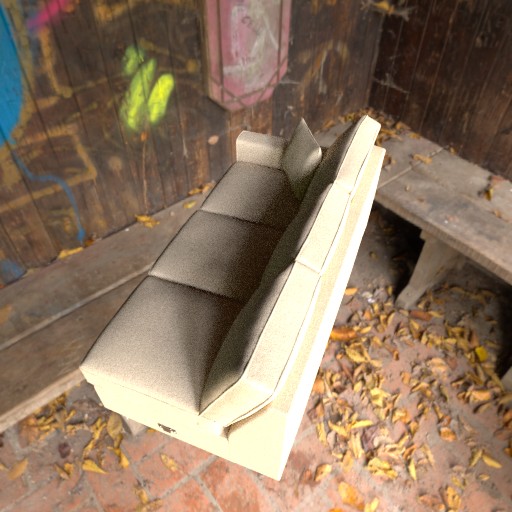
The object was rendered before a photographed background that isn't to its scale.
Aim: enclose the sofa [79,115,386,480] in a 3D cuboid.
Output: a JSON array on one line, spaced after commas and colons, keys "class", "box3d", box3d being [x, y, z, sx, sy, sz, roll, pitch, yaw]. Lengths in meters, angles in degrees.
[{"class": "sofa", "box3d": [0.000, 0.000, 2.532, 1.034, 0.946, 1.962, 16, 48, 15]}]
